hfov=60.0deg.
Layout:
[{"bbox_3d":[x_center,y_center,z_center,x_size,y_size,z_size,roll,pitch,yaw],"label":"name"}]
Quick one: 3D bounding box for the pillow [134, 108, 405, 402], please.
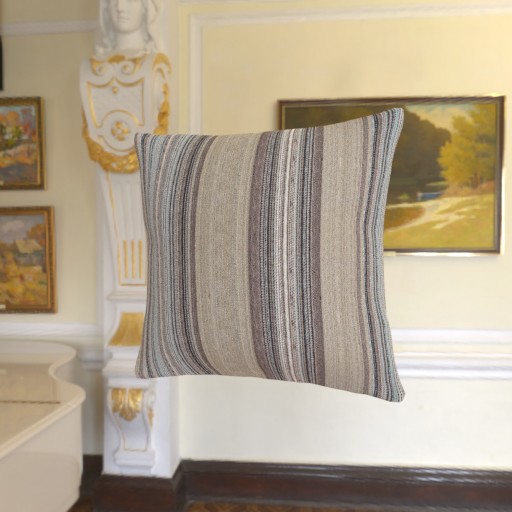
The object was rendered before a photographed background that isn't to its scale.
[{"bbox_3d":[0.000,0.000,0.679,0.435,0.416,0.189,0,0,17],"label":"pillow"}]
